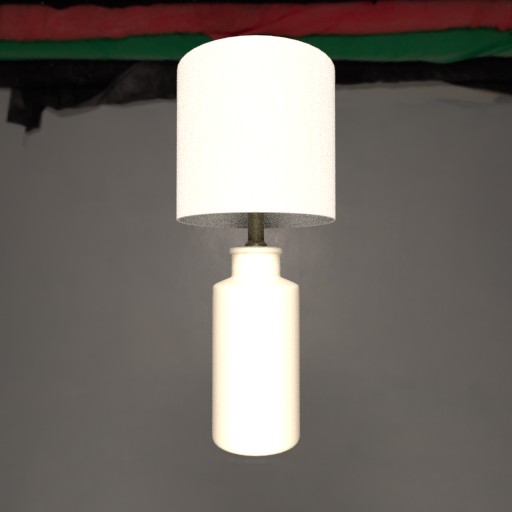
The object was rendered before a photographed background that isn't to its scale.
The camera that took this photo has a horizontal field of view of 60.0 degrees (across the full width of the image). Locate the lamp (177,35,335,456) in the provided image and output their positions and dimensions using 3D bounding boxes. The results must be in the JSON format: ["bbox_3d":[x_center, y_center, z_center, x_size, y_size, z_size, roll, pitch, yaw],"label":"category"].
[{"bbox_3d":[0.000,0.000,0.599,0.212,0.493,0.212,0,-1,0],"label":"lamp"}]
